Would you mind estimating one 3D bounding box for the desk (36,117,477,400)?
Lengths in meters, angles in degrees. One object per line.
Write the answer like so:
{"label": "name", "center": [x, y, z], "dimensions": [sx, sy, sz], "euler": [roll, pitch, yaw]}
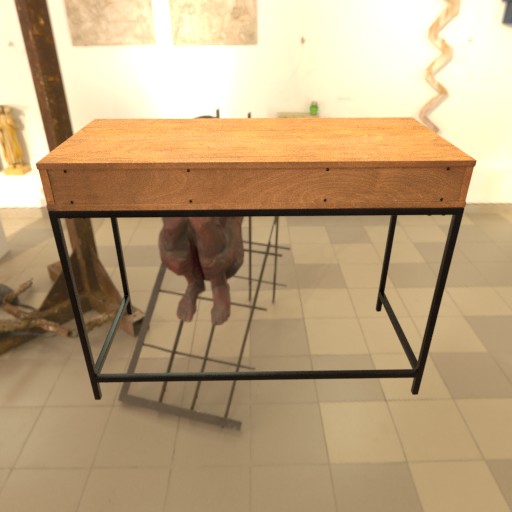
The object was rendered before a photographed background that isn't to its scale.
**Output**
{"label": "desk", "center": [0.000, 0.000, 1.411], "dimensions": [1.016, 0.762, 0.470], "euler": [-1, 29, -1]}
